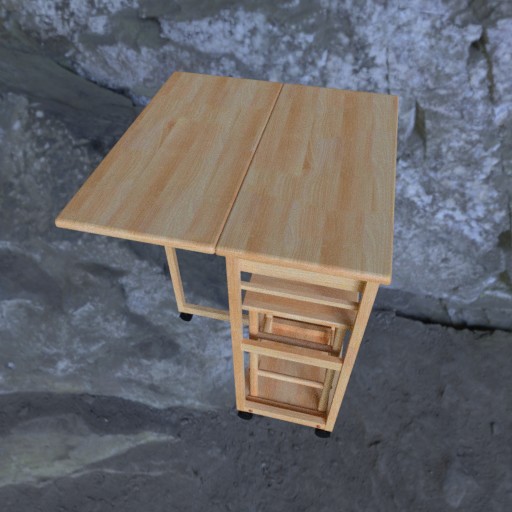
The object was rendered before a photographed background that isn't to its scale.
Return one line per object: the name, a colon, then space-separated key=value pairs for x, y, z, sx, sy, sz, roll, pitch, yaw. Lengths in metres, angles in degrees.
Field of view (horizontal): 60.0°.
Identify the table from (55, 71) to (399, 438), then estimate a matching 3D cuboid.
table: x=0.000 y=0.000 z=1.422 sx=0.693 sy=0.832 sz=0.752 roll=10 pitch=48 yaw=9
